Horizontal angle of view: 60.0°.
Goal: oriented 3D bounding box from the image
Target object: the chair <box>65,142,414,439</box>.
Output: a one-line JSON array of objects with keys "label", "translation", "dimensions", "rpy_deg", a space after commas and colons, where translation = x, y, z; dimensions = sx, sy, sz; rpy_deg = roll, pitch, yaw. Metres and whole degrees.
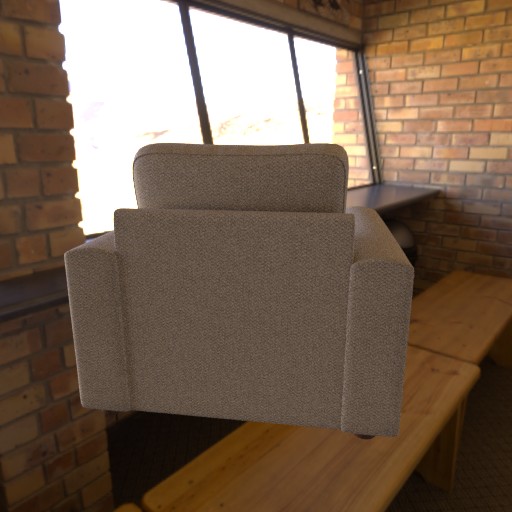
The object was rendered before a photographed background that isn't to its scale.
[{"label": "chair", "translation": [0.000, 0.000, 1.745], "dimensions": [1.005, 0.873, 1.016], "rpy_deg": [2, 15, 8]}]
